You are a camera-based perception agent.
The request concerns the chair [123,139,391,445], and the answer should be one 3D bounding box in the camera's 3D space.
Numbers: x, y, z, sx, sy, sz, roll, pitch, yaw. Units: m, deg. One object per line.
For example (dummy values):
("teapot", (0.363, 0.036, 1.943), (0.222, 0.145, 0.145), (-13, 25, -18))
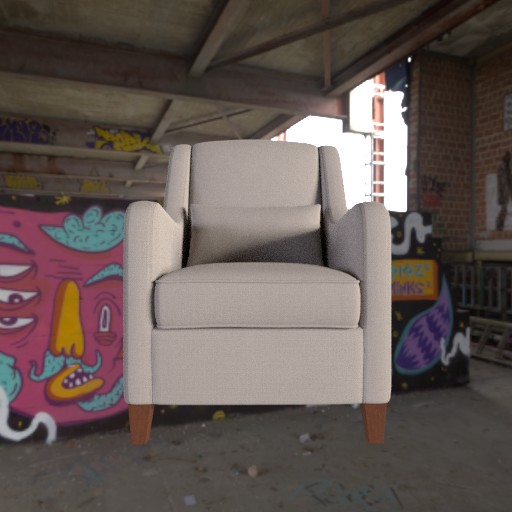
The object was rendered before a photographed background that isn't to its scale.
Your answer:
("chair", (0.000, 0.000, 1.572), (0.715, 1.010, 0.863), (0, 0, -1))
